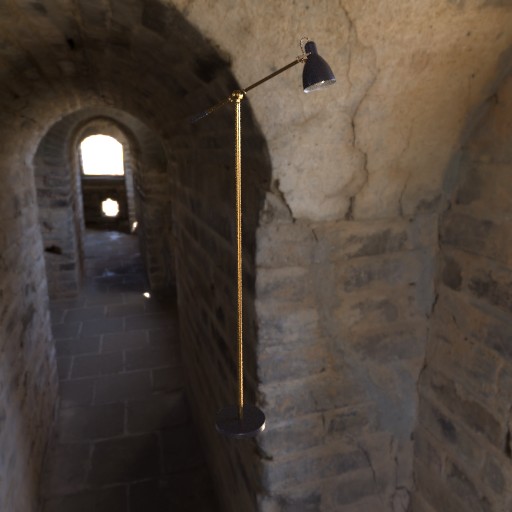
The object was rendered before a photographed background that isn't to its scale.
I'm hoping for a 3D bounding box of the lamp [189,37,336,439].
[{"bbox_3d":[0.000,0.000,1.838,0.618,1.628,0.235,7,16,26],"label":"lamp"}]
